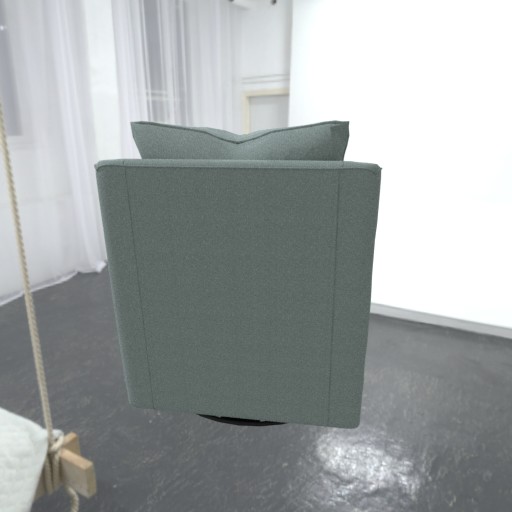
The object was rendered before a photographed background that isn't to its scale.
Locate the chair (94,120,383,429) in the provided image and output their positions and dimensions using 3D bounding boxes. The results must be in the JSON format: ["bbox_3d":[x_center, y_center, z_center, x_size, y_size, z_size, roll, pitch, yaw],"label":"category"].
[{"bbox_3d":[0.000,0.000,1.605,0.760,0.926,0.870,3,16,9],"label":"chair"}]
